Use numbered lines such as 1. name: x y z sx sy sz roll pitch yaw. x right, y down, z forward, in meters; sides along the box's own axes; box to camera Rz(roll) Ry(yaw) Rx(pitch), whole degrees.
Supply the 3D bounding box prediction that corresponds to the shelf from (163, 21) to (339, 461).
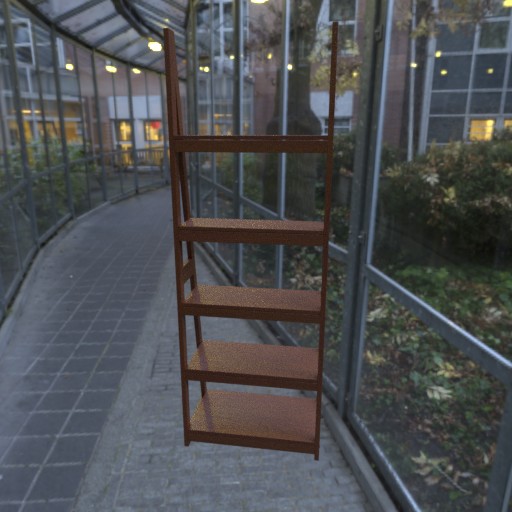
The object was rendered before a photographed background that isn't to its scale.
1. shelf: 0.000 0.000 1.962 0.630 1.780 0.356 2 16 8
